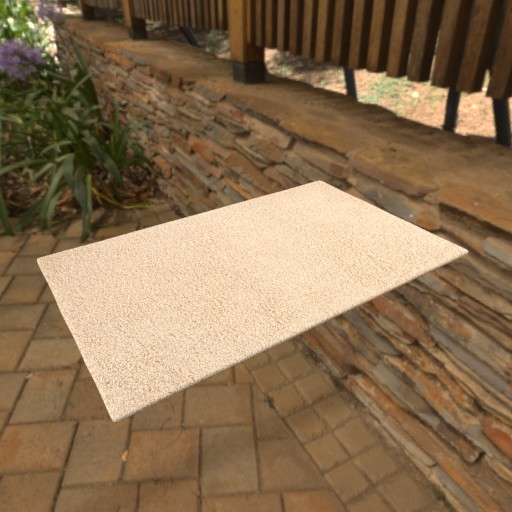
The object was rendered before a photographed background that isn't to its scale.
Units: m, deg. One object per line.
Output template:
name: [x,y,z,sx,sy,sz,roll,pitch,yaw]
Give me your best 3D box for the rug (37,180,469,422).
rug: [0.000,0.000,2.939,2.438,0.030,1.524,-19,36,-28]
